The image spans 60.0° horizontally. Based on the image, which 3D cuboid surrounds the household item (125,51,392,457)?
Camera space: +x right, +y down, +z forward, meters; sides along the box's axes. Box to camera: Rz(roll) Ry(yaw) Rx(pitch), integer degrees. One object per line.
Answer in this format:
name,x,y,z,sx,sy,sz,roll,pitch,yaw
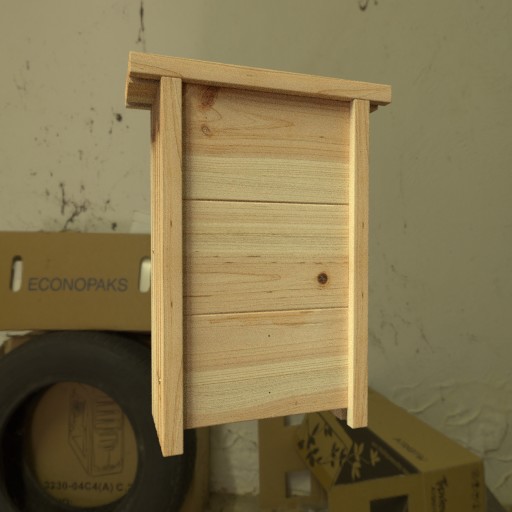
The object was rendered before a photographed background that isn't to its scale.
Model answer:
household item,0.000,0.000,0.544,0.301,0.407,0.123,0,2,-18
